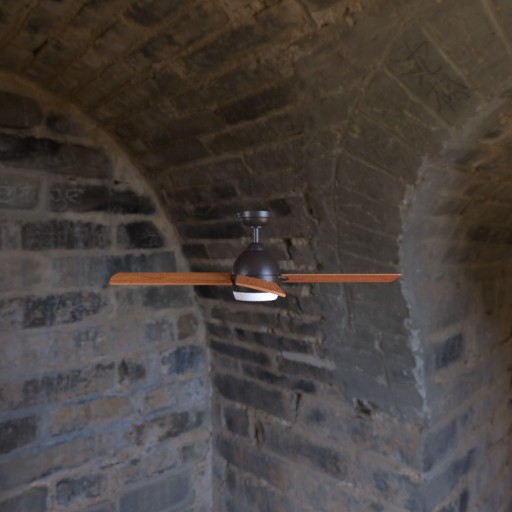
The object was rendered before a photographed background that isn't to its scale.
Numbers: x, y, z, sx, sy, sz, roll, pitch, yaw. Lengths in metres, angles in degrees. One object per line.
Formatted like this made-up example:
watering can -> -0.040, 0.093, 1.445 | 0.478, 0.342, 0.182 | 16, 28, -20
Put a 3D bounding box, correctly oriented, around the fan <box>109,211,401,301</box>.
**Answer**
fan -> 0.000, 0.000, 2.065 | 1.332, 0.403, 1.332 | 0, 0, -1
